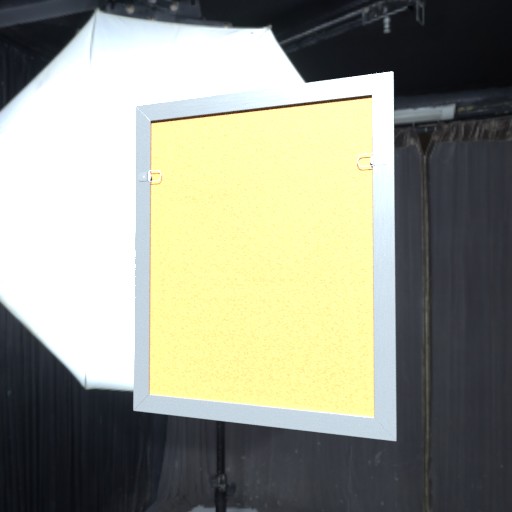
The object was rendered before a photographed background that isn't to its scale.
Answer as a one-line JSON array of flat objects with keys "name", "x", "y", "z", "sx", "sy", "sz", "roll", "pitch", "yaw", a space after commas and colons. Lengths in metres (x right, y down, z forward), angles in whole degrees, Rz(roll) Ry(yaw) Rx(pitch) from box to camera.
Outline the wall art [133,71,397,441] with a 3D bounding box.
[{"name": "wall art", "x": 0.000, "y": 0.000, "z": 0.515, "sx": 0.308, "sy": 0.379, "sz": 0.030, "roll": -1, "pitch": -2, "yaw": 18}]
